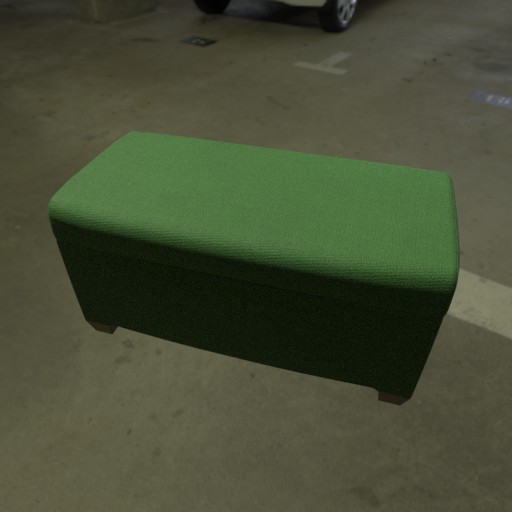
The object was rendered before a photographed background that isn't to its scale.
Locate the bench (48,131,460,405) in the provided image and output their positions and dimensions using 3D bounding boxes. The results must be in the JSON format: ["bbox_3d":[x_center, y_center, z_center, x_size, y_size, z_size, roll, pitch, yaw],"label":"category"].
[{"bbox_3d":[0.000,0.000,1.291,0.989,0.501,0.505,11,41,12],"label":"bench"}]
